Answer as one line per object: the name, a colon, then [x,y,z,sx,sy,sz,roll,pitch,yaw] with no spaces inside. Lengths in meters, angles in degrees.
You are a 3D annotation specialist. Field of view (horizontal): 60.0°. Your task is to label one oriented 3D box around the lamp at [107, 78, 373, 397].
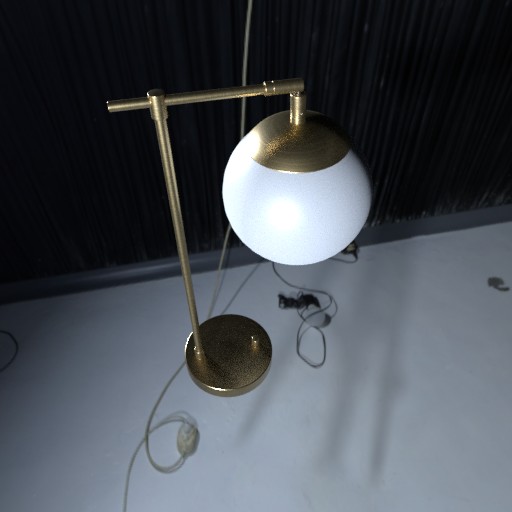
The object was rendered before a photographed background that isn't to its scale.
lamp: [0.000,0.000,0.693,0.324,0.559,0.207,-10,47,-10]
